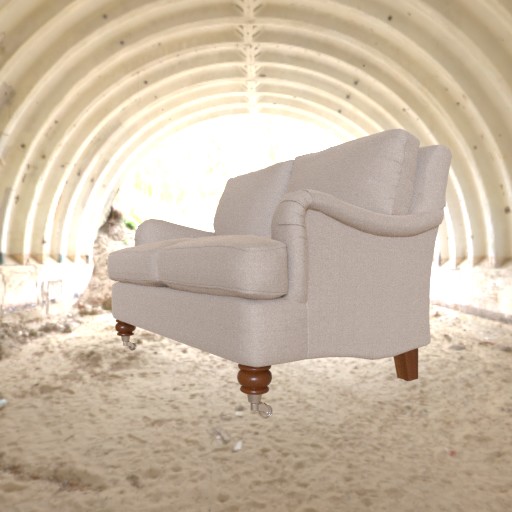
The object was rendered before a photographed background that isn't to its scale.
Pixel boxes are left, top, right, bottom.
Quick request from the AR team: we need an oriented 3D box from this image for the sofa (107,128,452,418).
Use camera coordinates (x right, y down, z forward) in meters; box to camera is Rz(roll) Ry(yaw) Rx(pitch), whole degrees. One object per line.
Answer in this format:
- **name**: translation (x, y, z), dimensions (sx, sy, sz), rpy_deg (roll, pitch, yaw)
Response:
- **sofa**: translation (0.000, 0.000, 2.187), dimensions (1.087, 1.048, 1.508), rpy_deg (0, -1, -34)
